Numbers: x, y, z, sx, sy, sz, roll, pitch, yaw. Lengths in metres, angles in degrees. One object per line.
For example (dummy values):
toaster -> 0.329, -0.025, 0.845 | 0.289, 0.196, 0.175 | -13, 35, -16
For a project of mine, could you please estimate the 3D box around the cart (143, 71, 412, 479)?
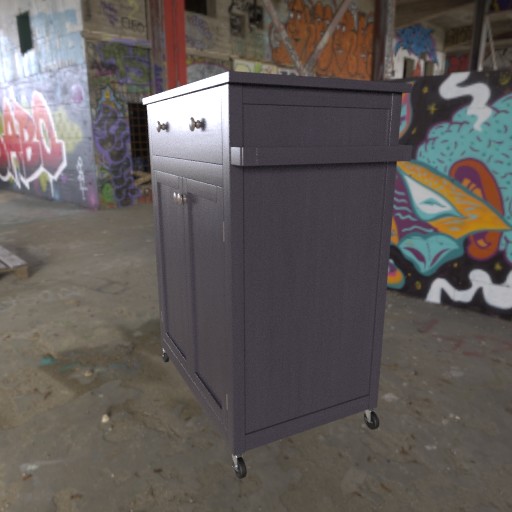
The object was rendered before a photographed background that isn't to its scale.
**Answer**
cart -> 0.000, 0.000, 1.259 | 0.449, 0.878, 0.690 | -7, 17, -26
